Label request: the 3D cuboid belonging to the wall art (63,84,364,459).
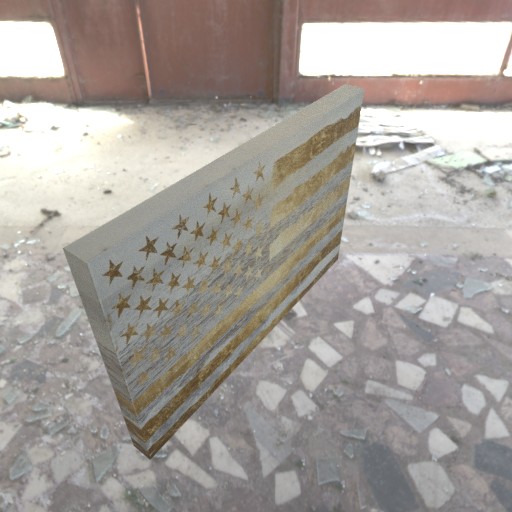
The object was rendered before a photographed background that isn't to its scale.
[{"bbox_3d":[0.000,0.000,0.758,0.041,0.407,0.606,26,46,27],"label":"wall art"}]
